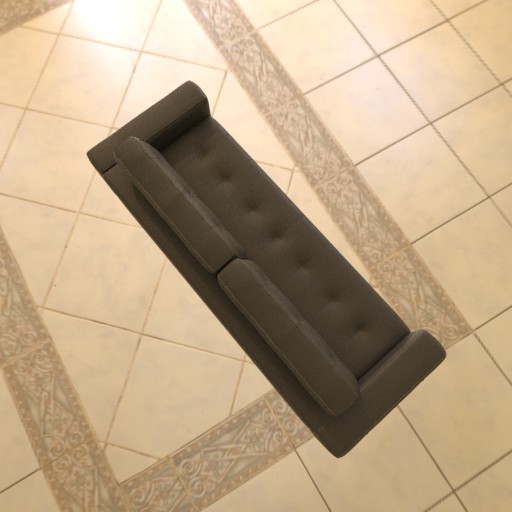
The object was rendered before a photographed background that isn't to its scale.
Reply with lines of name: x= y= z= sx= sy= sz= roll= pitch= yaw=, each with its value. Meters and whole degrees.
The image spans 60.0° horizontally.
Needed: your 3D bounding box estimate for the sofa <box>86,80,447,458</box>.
sofa: x=0.000 y=0.000 z=2.697 sx=0.833 sy=0.893 sz=2.275 roll=-39 pitch=78 yaw=-10
